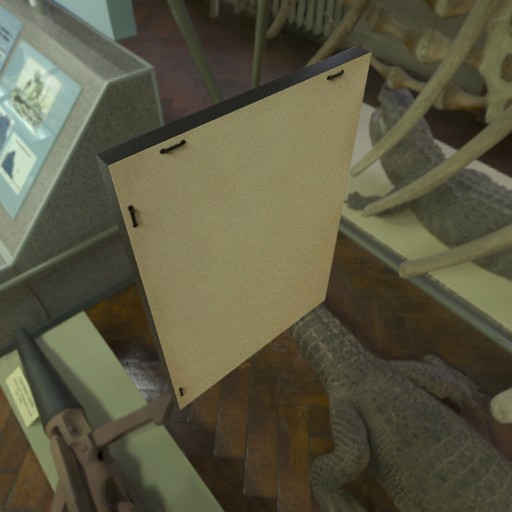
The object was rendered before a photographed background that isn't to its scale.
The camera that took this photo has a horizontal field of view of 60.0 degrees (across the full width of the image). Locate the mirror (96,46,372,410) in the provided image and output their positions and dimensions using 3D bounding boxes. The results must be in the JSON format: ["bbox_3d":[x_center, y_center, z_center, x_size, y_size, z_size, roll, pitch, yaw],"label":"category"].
[{"bbox_3d":[0.000,0.000,0.926,0.507,0.710,0.039,-32,55,-26],"label":"mirror"}]
